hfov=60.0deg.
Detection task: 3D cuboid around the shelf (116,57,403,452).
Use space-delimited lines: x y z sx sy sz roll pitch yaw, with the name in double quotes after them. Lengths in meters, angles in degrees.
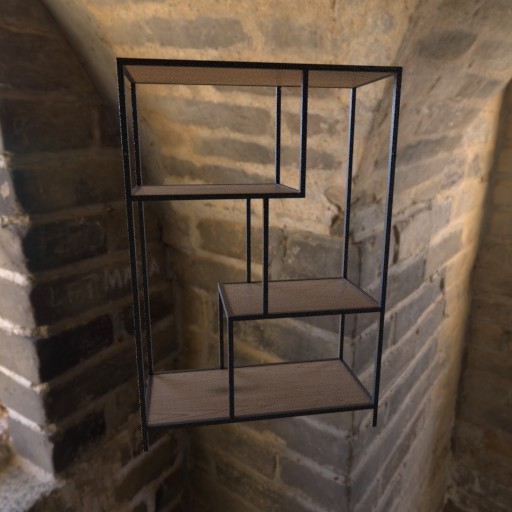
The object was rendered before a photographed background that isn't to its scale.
0.000 0.000 1.473 0.770 1.138 0.350 -2 14 -9 "shelf"
